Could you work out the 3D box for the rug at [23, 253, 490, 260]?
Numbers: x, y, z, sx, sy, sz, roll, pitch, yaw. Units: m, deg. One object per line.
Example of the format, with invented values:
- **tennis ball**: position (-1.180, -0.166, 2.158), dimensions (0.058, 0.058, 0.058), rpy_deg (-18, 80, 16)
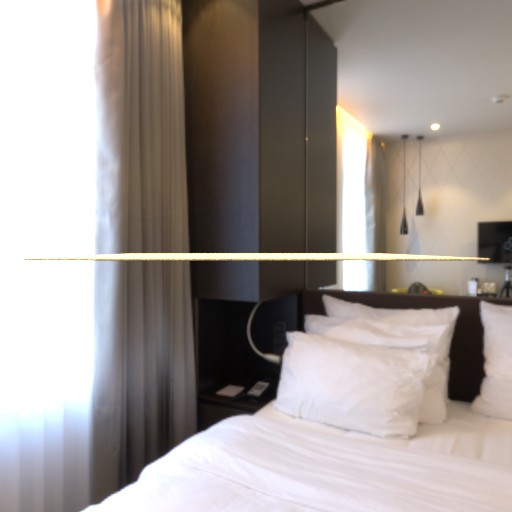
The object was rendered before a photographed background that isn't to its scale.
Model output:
- **rug**: position (0.000, 0.000, 4.109), dimensions (3.061, 0.014, 2.447), rpy_deg (0, 1, 0)
